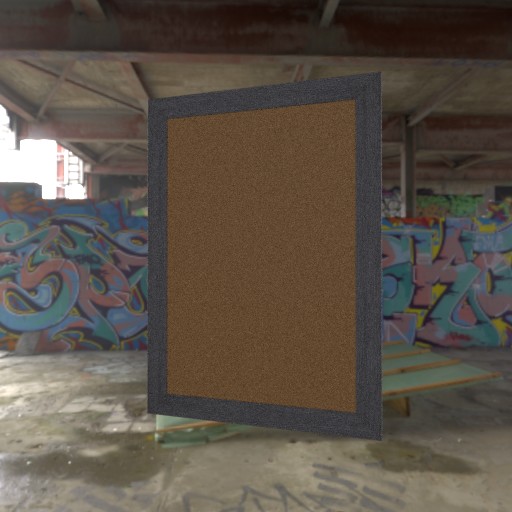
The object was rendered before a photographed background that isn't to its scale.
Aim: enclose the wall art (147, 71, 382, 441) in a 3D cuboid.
[{"bbox_3d":[0.000,0.000,1.407,0.768,1.070,0.020,0,0,17],"label":"wall art"}]
